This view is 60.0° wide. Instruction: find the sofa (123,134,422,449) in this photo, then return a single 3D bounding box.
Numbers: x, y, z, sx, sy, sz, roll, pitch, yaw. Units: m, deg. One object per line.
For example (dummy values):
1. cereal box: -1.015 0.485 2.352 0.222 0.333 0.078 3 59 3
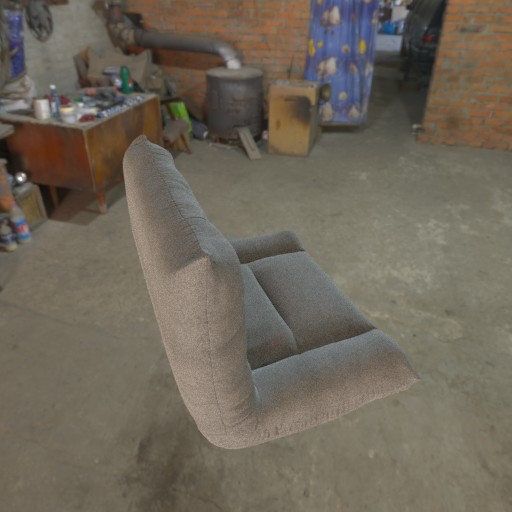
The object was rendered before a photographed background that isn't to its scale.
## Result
1. sofa: 0.000 0.000 1.716 0.847 0.795 1.144 -11 33 -17
